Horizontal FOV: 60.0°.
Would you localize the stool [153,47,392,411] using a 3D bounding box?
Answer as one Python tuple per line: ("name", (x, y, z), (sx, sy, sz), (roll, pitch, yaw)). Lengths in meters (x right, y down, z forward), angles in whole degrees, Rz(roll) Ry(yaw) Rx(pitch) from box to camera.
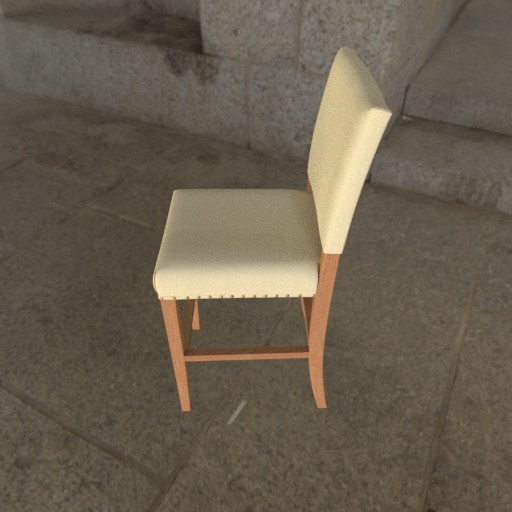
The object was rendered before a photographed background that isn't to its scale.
("stool", (0.000, 0.000, 1.455), (0.584, 1.168, 0.445), (0, 41, 0))
